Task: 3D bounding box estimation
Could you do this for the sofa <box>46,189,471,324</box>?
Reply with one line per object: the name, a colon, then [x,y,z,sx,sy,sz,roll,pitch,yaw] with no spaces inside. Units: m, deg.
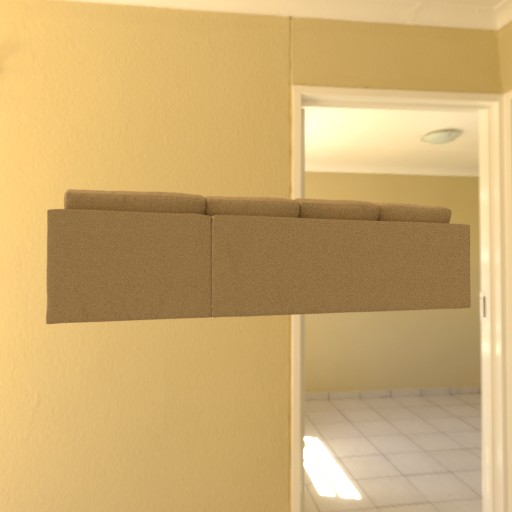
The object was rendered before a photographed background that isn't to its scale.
sofa: [0.000,0.000,3.898,3.177,0.867,1.622,0,-1,-18]
